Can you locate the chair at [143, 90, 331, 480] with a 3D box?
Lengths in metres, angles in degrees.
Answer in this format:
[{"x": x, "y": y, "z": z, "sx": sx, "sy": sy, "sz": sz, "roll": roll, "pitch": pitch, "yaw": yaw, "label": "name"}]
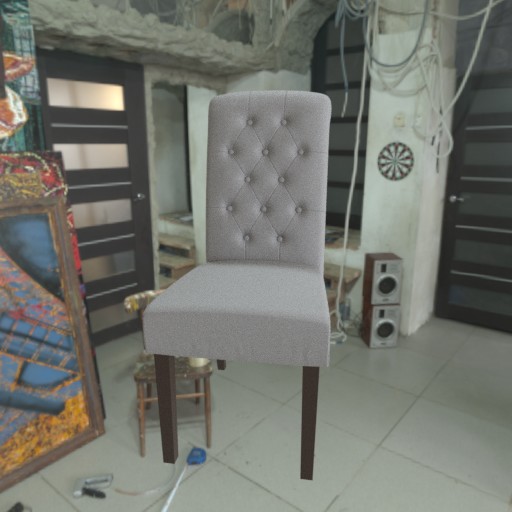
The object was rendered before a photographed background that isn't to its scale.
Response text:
[{"x": 0.000, "y": 0.000, "z": 1.347, "sx": 0.456, "sy": 1.006, "sz": 0.671, "roll": 2, "pitch": 14, "yaw": 9, "label": "chair"}]
